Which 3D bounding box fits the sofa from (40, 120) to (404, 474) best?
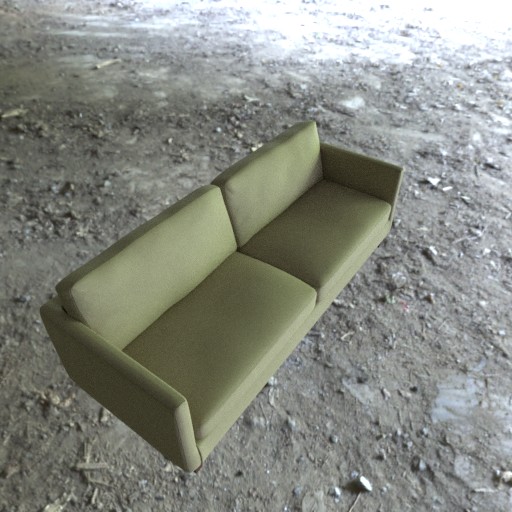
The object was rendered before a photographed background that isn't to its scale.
[{"bbox_3d":[0.000,0.000,2.851,0.988,0.912,2.404,25,47,26],"label":"sofa"}]
